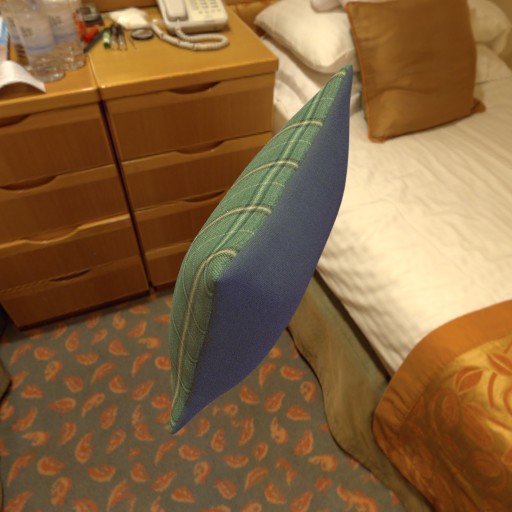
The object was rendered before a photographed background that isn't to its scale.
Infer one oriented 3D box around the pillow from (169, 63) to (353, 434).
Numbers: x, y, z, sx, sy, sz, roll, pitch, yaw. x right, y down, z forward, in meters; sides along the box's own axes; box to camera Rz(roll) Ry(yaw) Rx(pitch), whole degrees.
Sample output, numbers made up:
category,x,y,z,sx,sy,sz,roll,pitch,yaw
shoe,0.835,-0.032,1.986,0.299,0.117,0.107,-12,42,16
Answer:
category,x,y,z,sx,sy,sz,roll,pitch,yaw
pillow,0.000,0.000,0.673,0.200,0.430,0.453,16,48,15
